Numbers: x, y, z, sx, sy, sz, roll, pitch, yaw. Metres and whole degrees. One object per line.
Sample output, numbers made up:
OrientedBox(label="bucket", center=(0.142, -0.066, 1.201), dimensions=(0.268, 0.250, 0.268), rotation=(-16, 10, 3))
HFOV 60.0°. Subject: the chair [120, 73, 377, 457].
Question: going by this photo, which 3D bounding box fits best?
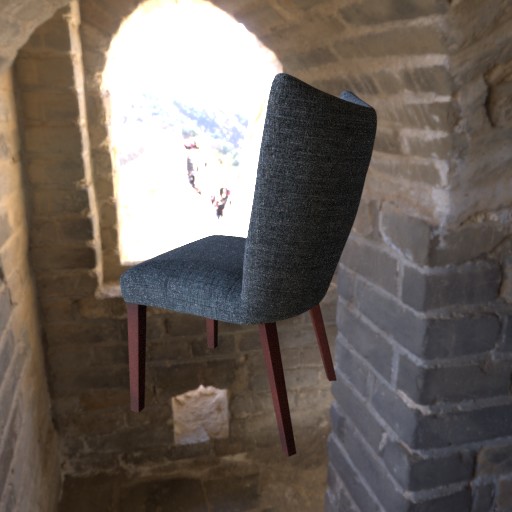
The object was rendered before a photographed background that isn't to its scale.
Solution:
OrientedBox(label="chair", center=(0.000, 0.000, 1.285), dimensions=(0.623, 0.924, 0.535), rotation=(8, 18, 24))
